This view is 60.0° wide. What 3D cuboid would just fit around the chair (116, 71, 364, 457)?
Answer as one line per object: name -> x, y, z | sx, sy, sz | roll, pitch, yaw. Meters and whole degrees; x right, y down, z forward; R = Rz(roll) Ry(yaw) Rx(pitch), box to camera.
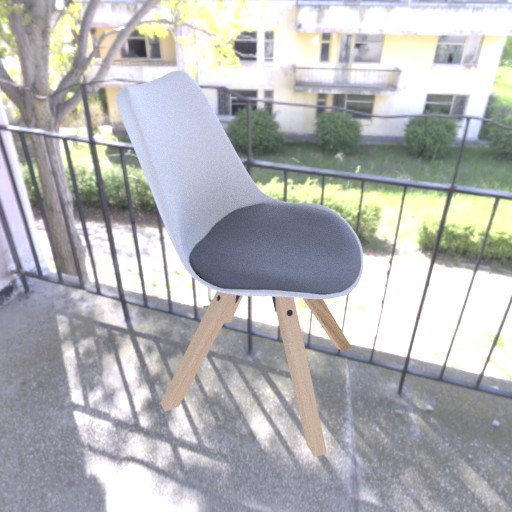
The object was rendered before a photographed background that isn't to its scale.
chair -> 0.000, 0.000, 1.162 | 0.550, 0.850, 0.485 | 10, 33, 16
